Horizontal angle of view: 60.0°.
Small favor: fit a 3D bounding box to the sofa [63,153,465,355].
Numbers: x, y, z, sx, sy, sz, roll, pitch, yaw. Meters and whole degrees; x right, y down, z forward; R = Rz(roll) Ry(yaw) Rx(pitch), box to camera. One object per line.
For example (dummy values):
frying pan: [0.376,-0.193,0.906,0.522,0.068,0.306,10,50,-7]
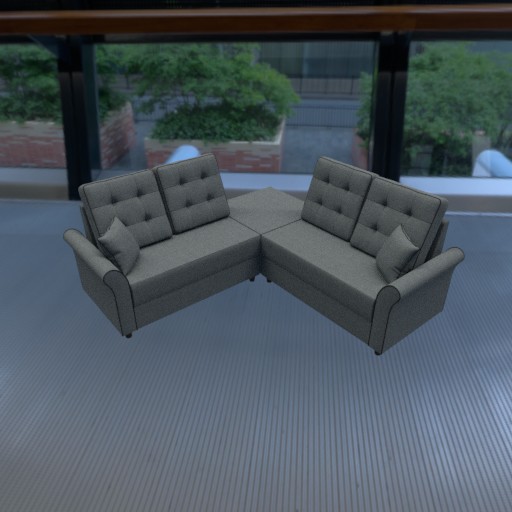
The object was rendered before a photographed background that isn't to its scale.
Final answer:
sofa: [0.000,0.000,3.255,2.068,0.988,2.070,-23,38,-33]
